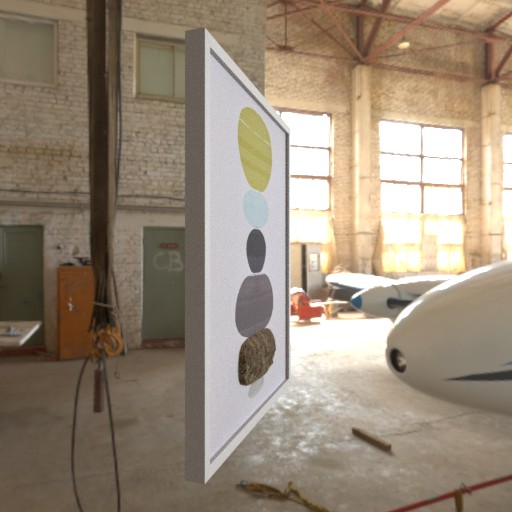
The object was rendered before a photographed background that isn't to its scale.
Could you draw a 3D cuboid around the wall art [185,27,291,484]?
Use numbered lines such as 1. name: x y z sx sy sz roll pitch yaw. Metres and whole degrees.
1. wall art: 0.000 0.000 1.034 0.055 0.763 0.611 0 0 18
